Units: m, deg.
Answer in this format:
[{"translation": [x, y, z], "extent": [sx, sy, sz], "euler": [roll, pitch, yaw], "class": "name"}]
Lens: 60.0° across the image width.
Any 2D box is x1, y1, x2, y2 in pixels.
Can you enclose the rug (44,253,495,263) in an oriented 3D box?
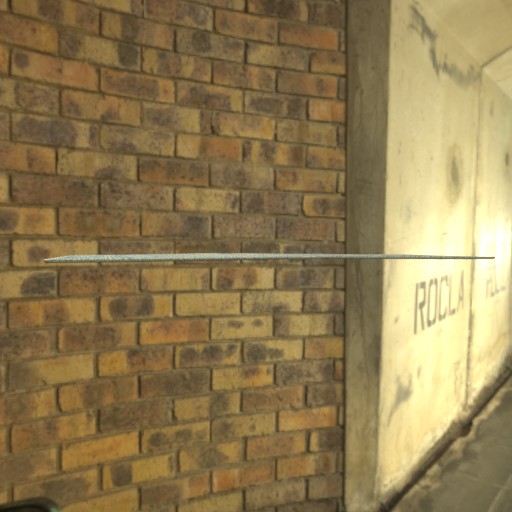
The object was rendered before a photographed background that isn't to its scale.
[{"translation": [0.000, 0.000, 5.076], "extent": [4.078, 0.052, 2.802], "euler": [0, 1, -18], "class": "rug"}]
